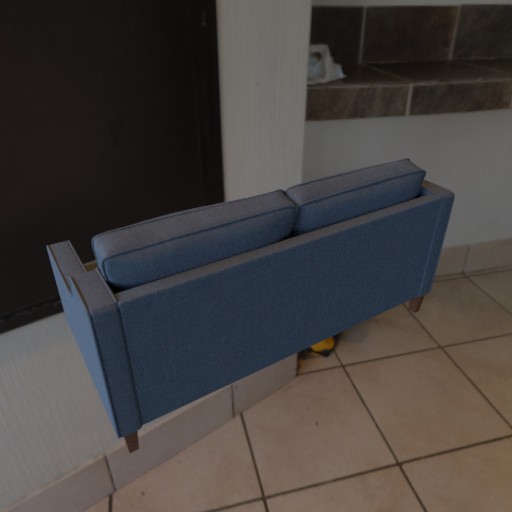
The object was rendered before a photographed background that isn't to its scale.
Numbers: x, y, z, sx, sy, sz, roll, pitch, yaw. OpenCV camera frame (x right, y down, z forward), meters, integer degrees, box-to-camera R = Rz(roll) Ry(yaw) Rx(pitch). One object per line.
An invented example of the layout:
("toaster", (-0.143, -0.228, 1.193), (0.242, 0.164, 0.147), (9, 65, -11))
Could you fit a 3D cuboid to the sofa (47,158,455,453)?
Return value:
("sofa", (0.000, 0.000, 2.724), (2.178, 1.071, 1.066), (-18, 35, -28))
